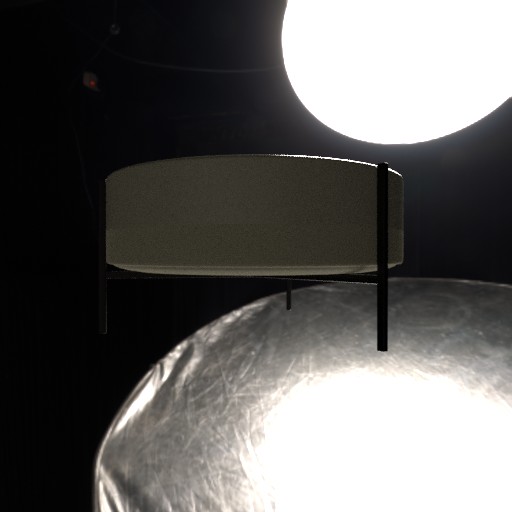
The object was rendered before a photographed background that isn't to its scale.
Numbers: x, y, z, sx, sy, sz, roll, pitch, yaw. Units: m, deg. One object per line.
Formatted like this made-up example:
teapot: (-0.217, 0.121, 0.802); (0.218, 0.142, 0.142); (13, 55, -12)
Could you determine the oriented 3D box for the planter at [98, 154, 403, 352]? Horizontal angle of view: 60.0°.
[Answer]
planter: (0.000, 0.000, 0.532); (0.336, 0.171, 0.345); (0, 0, 18)
